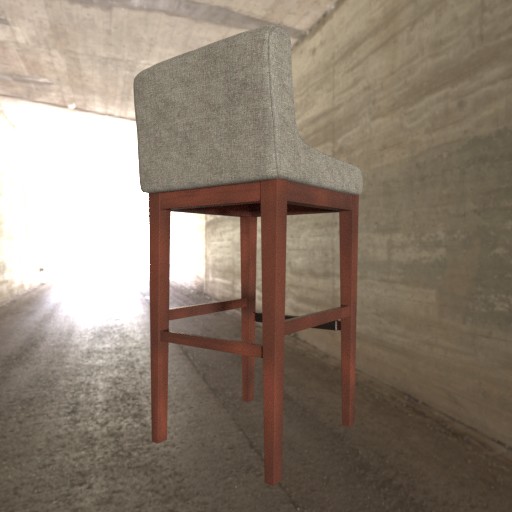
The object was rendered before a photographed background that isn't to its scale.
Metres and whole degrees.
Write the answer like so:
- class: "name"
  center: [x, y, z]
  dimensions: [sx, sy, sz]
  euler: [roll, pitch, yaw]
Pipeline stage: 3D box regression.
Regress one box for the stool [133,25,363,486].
- class: "stool"
  center: [0.000, 0.000, 1.201]
  dimensions: [0.426, 0.965, 0.499]
  euler: [0, 0, 36]
